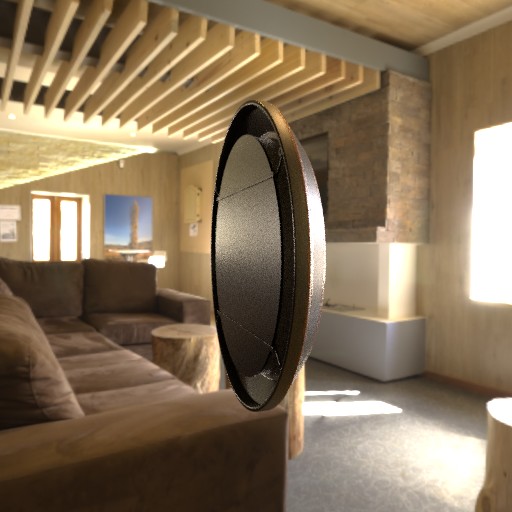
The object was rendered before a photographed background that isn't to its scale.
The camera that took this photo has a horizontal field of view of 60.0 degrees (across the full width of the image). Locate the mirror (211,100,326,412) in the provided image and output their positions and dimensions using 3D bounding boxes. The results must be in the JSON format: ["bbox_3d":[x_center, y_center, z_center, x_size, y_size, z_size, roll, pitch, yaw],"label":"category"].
[{"bbox_3d":[0.000,0.000,1.375,0.111,0.907,0.907,0,2,-17],"label":"mirror"}]
